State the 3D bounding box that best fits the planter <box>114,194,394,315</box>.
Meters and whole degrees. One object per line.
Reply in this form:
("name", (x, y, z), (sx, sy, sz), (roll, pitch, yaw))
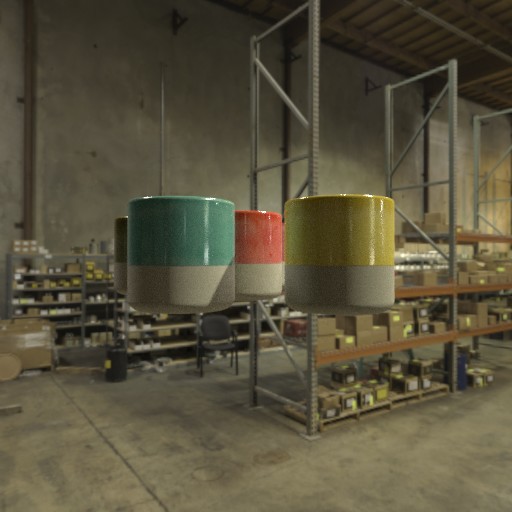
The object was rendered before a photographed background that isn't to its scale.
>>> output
("planter", (0.000, 0.000, 0.399), (0.257, 0.075, 0.286), (0, 0, -36))
